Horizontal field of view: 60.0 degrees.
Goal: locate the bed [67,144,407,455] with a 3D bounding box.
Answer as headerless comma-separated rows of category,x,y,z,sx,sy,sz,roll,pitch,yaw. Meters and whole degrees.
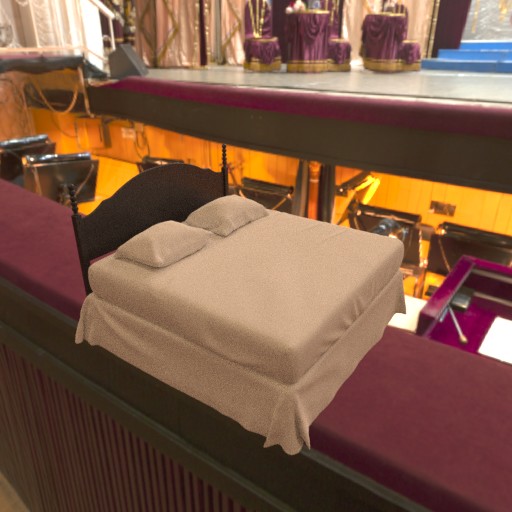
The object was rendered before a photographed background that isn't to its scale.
bed,0.000,0.000,3.796,2.219,1.355,2.322,17,30,31
